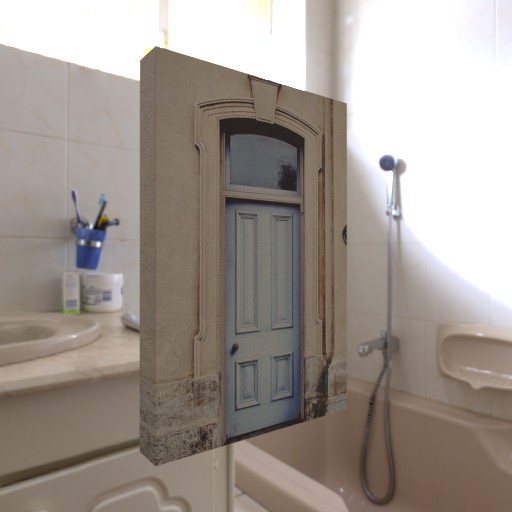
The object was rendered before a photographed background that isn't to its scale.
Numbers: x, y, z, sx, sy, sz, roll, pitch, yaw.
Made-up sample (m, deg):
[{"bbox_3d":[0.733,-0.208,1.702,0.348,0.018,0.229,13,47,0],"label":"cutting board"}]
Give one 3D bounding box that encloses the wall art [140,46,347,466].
[{"bbox_3d":[0.000,0.000,0.492,0.254,0.381,0.038,0,0,-36],"label":"wall art"}]
